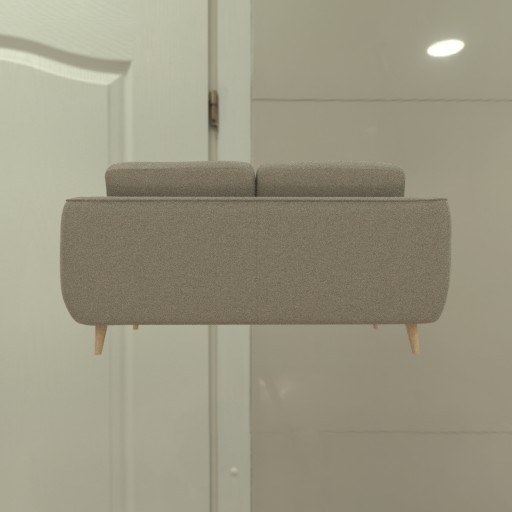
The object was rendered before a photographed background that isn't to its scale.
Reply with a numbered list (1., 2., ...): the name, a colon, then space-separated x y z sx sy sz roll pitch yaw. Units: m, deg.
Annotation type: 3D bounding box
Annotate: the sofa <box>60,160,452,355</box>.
1. sofa: 0.000 0.000 2.239 1.700 0.850 0.920 0 1 -1
